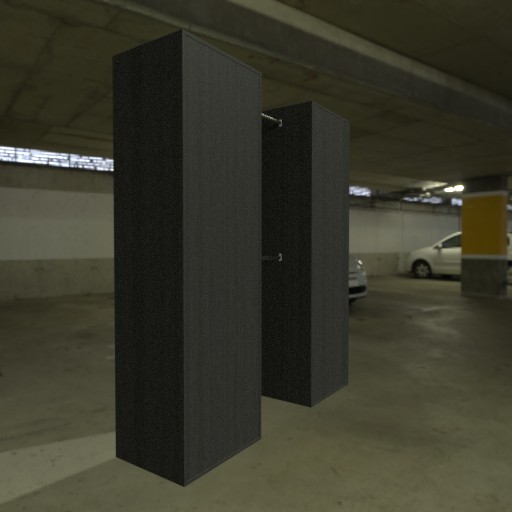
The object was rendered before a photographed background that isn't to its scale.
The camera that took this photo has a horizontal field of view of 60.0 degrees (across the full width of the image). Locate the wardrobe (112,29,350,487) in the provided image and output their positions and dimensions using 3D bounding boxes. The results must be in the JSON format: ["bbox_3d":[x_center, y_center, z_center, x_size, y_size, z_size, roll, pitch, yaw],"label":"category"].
[{"bbox_3d":[0.000,0.000,2.794,0.480,2.000,1.770,1,2,35],"label":"wardrobe"}]
